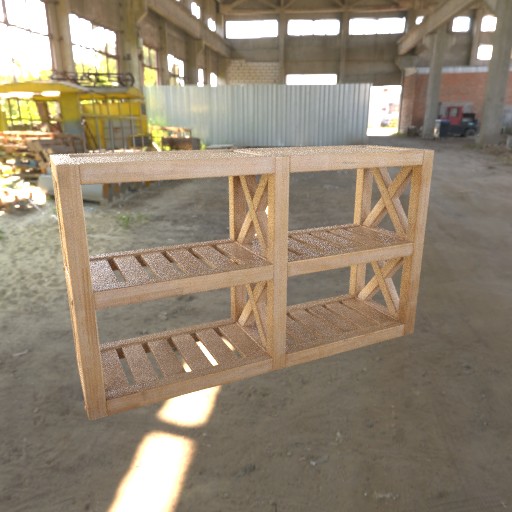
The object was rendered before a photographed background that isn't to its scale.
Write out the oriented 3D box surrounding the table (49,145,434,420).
[{"bbox_3d":[0.000,0.000,1.664,1.320,0.762,0.381,-8,19,-25],"label":"table"}]
